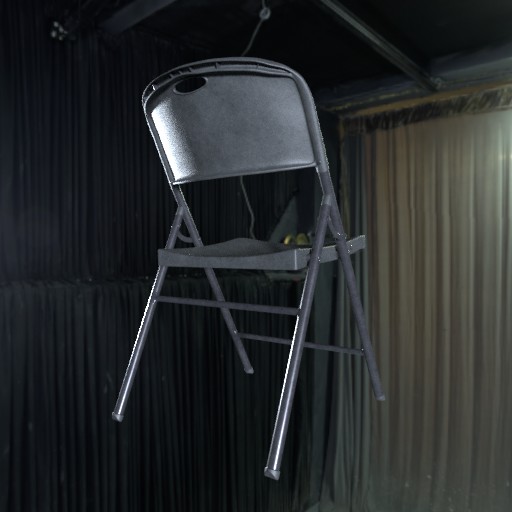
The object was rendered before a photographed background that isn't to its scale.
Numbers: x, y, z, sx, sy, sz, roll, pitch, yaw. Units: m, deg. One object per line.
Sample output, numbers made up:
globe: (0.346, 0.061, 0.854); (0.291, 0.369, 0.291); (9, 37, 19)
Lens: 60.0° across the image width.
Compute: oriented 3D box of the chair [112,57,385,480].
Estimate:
chair: (0.000, 0.000, 1.160); (0.494, 0.810, 0.566); (1, 1, 37)
